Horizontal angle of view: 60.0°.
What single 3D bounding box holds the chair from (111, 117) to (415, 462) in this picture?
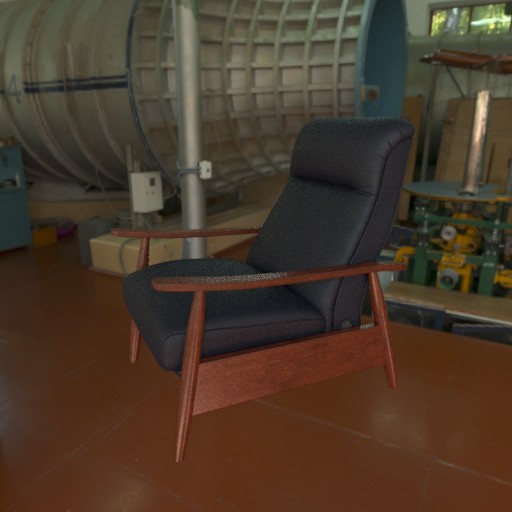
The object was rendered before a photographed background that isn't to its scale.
[{"bbox_3d":[0.000,0.000,1.805,1.014,1.082,0.762,-8,19,-25],"label":"chair"}]
